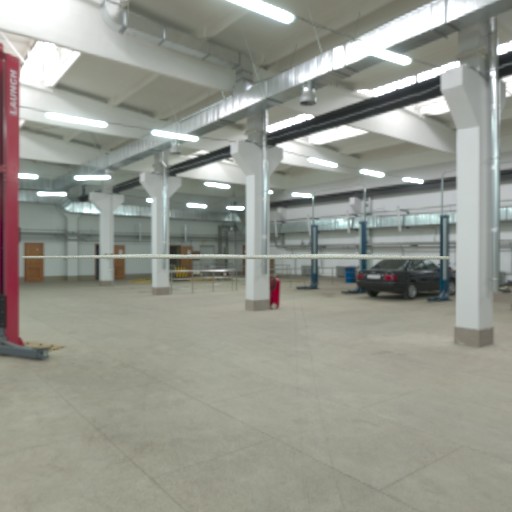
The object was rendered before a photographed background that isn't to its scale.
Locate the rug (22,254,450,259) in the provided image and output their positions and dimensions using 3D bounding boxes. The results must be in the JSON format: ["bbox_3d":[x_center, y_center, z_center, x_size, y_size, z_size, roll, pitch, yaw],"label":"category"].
[{"bbox_3d":[0.000,0.000,3.936,2.921,0.032,2.311,0,0,17],"label":"rug"}]
